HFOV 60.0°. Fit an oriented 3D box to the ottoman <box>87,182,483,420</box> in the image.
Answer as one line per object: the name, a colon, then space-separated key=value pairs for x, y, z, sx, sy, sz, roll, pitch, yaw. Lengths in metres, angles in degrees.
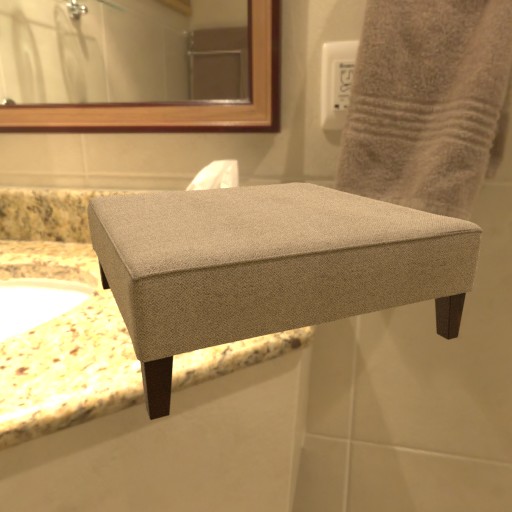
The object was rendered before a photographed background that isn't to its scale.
ottoman: x=0.000 y=0.000 z=1.506 sx=0.982 sy=0.381 sz=0.973 roll=-8 pitch=19 yaw=-24
